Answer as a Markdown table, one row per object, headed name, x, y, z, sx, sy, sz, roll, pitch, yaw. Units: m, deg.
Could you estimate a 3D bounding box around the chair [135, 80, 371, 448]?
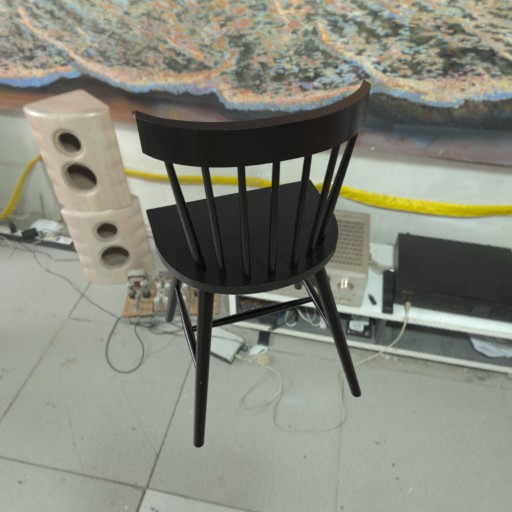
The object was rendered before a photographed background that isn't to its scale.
| name | x | y | z | sx | sy | sz | roll | pitch | yaw |
| --- | --- | --- | --- | --- | --- | --- | --- | --- | --- |
| chair | 0.000 | 0.000 | 1.130 | 0.506 | 0.844 | 0.483 | -13 | 44 | -13 |
